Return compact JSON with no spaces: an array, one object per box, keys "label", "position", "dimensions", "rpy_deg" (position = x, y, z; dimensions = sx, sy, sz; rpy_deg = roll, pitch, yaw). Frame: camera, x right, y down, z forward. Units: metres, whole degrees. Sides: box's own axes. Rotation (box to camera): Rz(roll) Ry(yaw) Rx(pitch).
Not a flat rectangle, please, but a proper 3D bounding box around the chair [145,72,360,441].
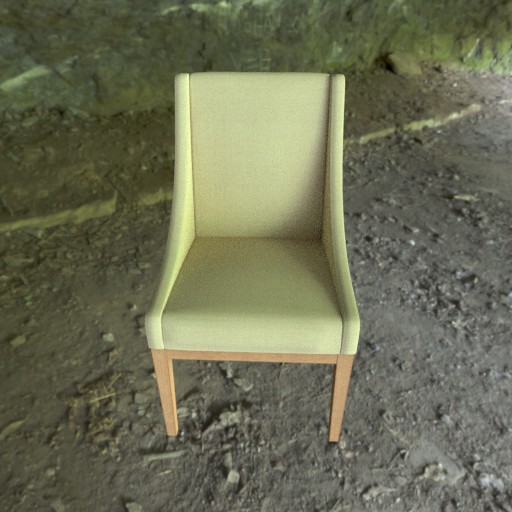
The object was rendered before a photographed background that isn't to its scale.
[{"label":"chair","position":[0.000,0.000,1.415],"dimensions":[0.575,1.021,0.611],"rpy_deg":[1,30,2]}]
